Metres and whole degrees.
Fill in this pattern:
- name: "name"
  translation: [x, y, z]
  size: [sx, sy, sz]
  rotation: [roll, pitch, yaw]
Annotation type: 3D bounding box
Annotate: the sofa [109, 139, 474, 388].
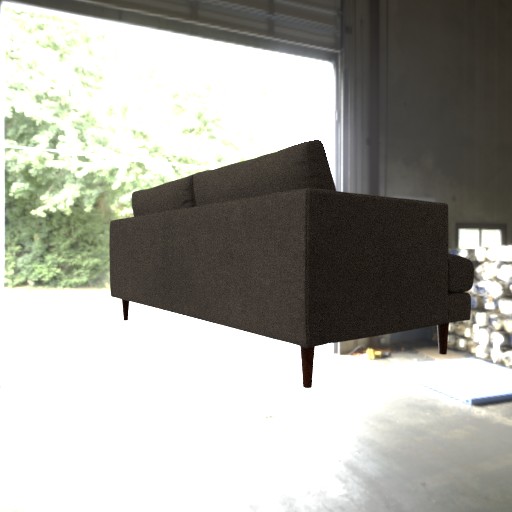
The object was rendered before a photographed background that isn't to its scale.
- name: "sofa"
  translation: [0.000, 0.000, 2.466]
  size: [1.020, 0.868, 1.948]
  rotation: [-1, 1, -36]
